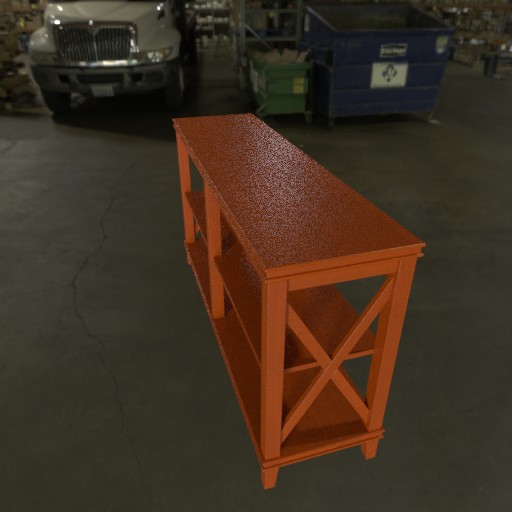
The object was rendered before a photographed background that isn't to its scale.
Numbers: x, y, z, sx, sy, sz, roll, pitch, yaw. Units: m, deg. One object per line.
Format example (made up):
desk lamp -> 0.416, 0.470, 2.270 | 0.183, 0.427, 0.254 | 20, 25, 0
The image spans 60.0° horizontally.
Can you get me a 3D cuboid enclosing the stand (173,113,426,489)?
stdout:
stand -> 0.000, 0.000, 1.706 | 0.381, 0.762, 1.372 | -9, 31, -15
